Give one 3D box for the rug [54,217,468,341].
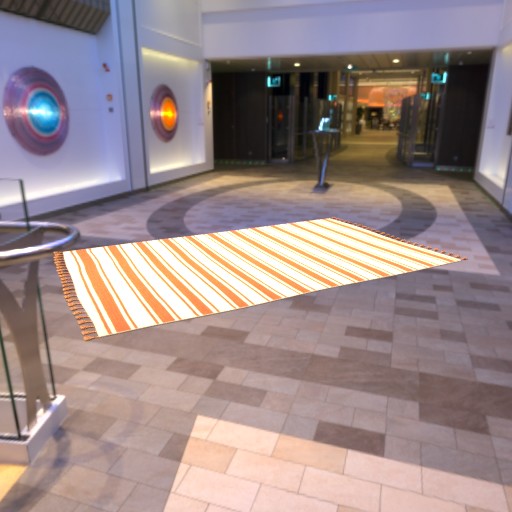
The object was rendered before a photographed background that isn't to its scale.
[{"bbox_3d":[0.000,0.000,2.569,2.092,0.017,1.232,-9,20,-26],"label":"rug"}]
